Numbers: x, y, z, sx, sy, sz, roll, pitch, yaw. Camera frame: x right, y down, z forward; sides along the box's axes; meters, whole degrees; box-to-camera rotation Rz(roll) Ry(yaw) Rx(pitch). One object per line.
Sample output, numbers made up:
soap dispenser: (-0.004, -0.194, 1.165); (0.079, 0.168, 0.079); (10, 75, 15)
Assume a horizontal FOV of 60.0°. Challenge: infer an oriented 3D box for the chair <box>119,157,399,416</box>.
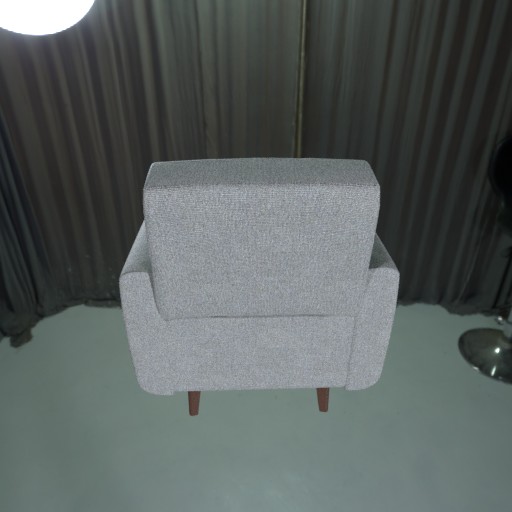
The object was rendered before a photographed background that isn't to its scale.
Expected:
chair: (0.000, 0.000, 1.710); (0.845, 0.968, 0.942); (-1, 30, -2)
